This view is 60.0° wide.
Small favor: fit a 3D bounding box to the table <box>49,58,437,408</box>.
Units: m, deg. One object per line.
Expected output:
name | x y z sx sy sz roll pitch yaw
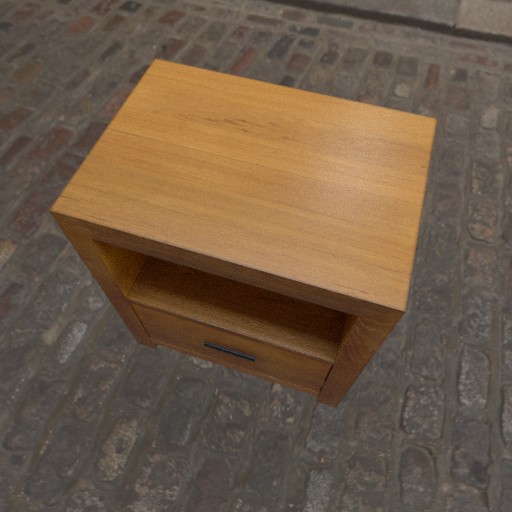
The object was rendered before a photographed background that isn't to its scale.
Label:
table | 0.000 0.000 0.996 0.550 0.605 0.400 16 61 9
